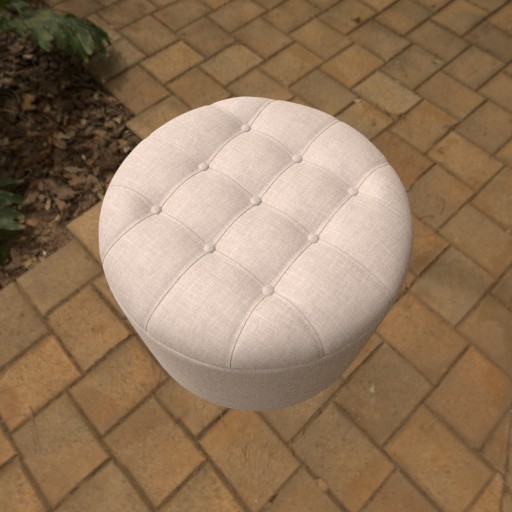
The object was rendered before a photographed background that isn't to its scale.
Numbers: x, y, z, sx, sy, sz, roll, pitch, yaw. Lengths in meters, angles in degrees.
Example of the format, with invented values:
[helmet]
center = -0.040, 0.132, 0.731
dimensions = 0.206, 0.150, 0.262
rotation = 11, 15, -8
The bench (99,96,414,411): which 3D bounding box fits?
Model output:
[bench]
center = 0.000, 0.000, 0.990
dimensions = 0.600, 0.453, 0.600
rotation = 0, 61, 0
